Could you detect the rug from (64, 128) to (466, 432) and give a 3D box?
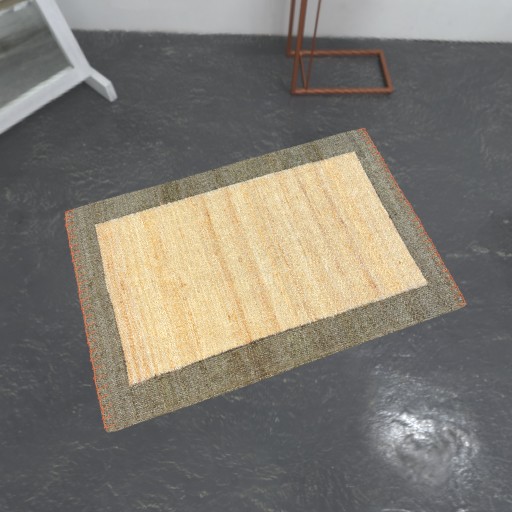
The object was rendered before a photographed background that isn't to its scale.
[{"bbox_3d":[0.000,0.000,2.327,1.838,0.019,1.220,-17,65,-8],"label":"rug"}]
